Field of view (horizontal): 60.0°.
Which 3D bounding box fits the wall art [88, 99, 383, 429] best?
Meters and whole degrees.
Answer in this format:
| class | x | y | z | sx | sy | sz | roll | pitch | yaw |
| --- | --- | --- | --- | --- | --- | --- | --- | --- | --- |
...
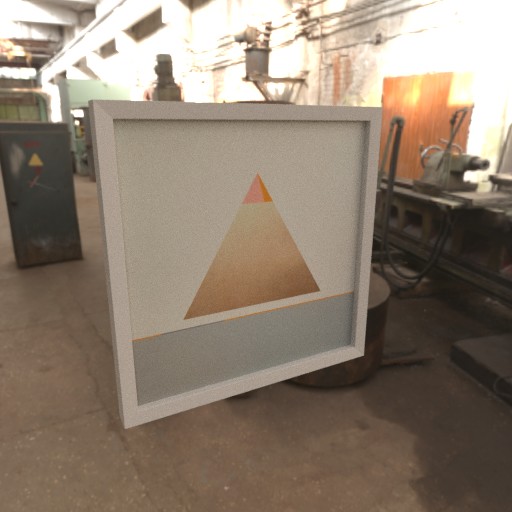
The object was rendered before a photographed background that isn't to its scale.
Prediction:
| class | x | y | z | sx | sy | sz | roll | pitch | yaw |
| --- | --- | --- | --- | --- | --- | --- | --- | --- | --- |
| wall art | 0.000 | 0.000 | 1.992 | 1.289 | 1.291 | 0.098 | -9 | 18 | -27 |
